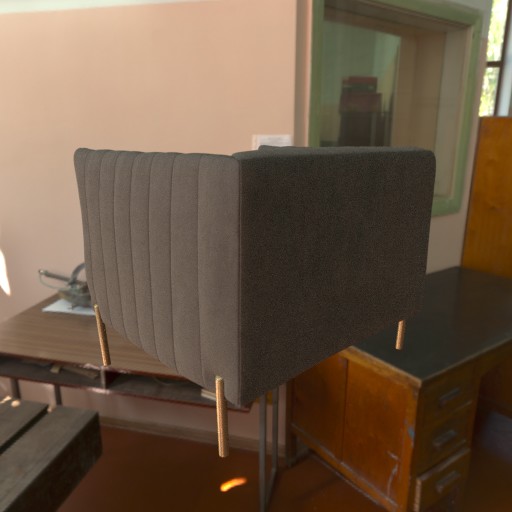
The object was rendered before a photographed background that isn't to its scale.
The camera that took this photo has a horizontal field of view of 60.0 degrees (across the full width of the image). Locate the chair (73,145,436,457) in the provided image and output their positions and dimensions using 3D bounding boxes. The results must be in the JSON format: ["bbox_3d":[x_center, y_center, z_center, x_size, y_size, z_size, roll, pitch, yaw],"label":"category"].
[{"bbox_3d":[0.000,0.000,1.605,0.981,0.779,0.873,-14,20,-41],"label":"chair"}]
